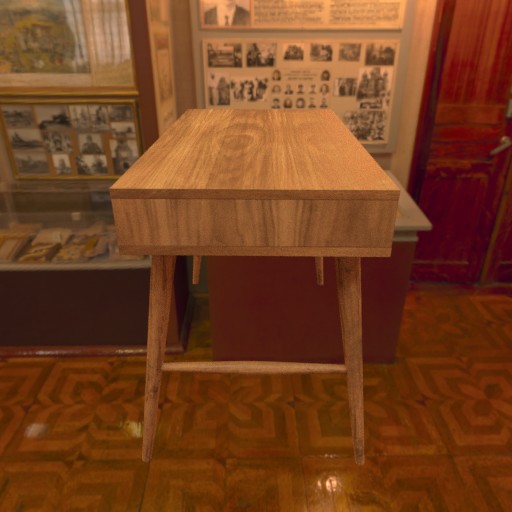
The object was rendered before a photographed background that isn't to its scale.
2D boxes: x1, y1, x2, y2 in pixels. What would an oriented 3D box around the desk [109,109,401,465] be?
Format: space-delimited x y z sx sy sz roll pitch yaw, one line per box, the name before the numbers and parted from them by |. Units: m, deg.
desk | 0.000 0.000 1.417 0.588 0.758 0.949 0 27 1
